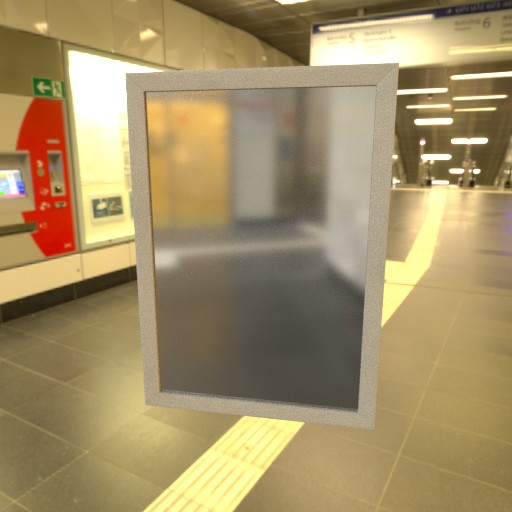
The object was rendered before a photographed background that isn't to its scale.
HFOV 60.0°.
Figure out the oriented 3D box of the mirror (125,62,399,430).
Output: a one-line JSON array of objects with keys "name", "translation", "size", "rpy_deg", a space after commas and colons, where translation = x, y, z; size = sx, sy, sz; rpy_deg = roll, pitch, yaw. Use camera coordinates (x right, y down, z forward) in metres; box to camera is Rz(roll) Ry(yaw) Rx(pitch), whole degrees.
[{"name": "mirror", "translation": [0.000, 0.000, 0.904], "size": [0.507, 0.710, 0.040], "rpy_deg": [2, 13, 10]}]
